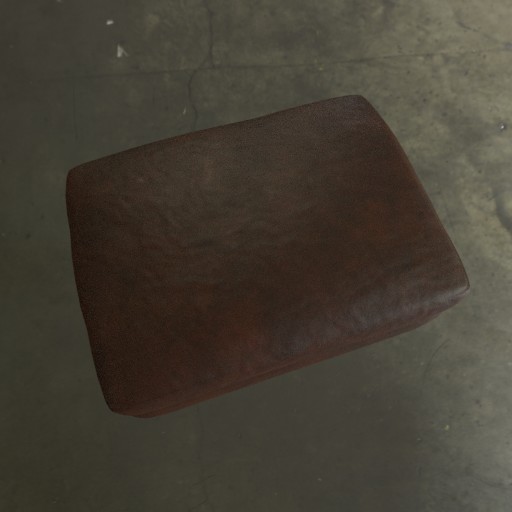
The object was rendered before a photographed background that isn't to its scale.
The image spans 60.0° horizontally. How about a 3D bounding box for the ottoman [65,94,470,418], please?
[{"bbox_3d":[0.000,0.000,1.242,0.887,0.527,0.659,-17,67,-8],"label":"ottoman"}]
